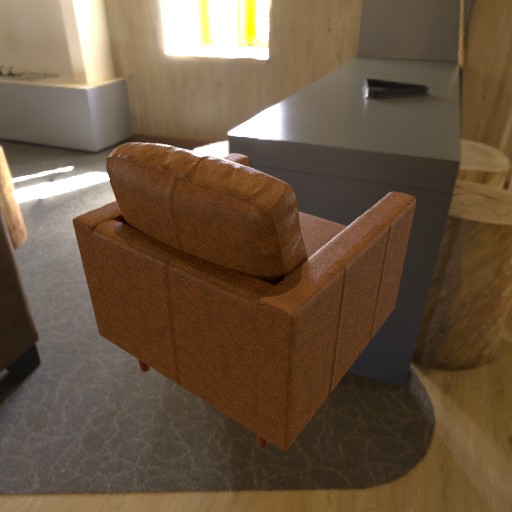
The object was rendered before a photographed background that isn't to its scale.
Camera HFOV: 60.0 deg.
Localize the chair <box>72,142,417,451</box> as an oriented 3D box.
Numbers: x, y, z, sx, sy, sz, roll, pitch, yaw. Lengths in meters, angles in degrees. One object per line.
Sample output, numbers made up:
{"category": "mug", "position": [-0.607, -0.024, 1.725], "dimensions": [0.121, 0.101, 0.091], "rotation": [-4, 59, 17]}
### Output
{"category": "chair", "position": [0.000, 0.000, 1.694], "dimensions": [0.890, 0.956, 0.909], "rotation": [21, 37, 31]}
